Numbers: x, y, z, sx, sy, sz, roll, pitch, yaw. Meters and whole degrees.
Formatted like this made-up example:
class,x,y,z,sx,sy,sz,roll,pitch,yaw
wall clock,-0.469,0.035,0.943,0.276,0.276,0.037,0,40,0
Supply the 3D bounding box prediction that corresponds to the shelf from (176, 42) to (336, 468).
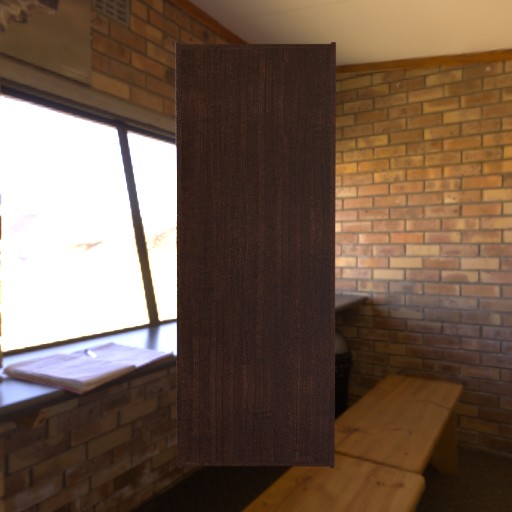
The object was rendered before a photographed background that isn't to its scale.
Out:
class,x,y,z,sx,sy,sz,roll,pitch,yaw
shelf,0.000,0.000,1.289,0.415,1.099,0.290,0,1,0
